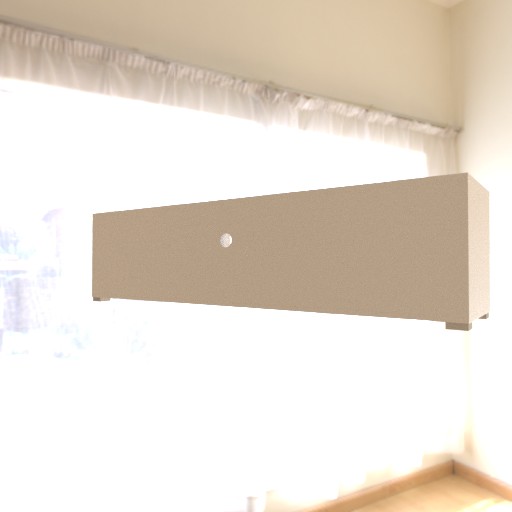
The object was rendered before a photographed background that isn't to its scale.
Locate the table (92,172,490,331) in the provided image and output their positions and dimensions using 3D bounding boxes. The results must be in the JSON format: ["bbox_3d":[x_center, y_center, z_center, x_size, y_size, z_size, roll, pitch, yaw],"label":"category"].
[{"bbox_3d":[0.000,0.000,1.805,1.650,0.420,0.390,-1,-1,35],"label":"table"}]
